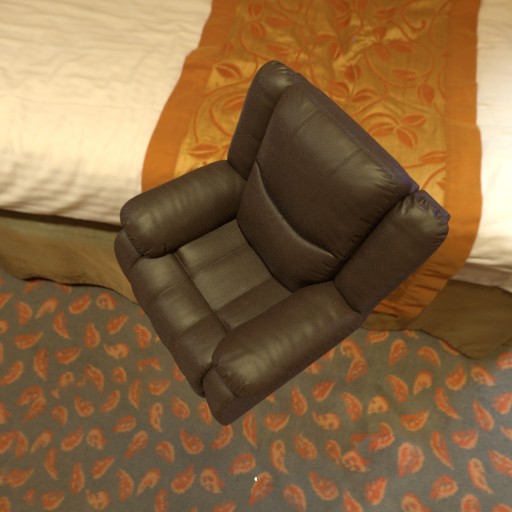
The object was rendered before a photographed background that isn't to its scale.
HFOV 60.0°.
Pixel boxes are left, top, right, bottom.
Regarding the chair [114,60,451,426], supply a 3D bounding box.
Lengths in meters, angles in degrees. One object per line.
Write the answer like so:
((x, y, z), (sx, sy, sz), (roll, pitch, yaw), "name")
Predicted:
((0.000, 0.000, 1.706), (0.934, 1.009, 0.899), (-32, 68, -15), "chair")
